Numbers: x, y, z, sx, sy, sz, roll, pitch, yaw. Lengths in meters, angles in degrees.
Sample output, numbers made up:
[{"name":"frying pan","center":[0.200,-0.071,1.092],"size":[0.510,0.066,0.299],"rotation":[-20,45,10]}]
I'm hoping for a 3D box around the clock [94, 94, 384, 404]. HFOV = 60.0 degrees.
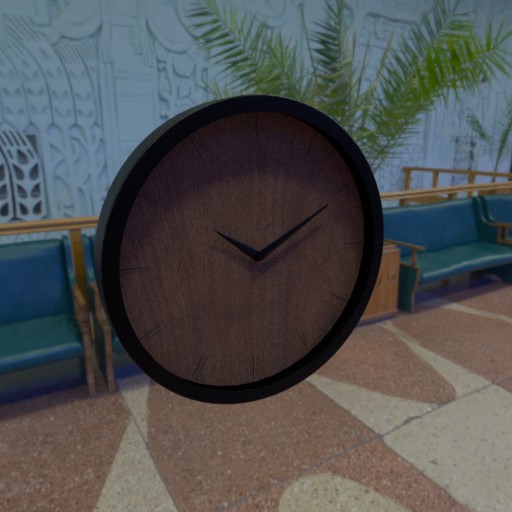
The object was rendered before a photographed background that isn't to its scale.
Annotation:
[{"name":"clock","center":[0.000,0.000,0.459],"size":[0.314,0.314,0.040],"rotation":[-8,17,-27]}]
